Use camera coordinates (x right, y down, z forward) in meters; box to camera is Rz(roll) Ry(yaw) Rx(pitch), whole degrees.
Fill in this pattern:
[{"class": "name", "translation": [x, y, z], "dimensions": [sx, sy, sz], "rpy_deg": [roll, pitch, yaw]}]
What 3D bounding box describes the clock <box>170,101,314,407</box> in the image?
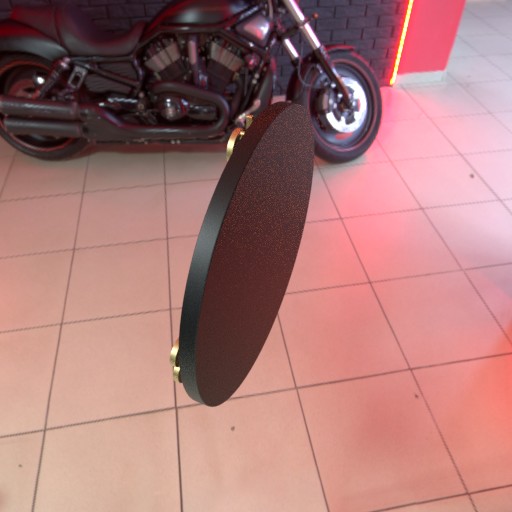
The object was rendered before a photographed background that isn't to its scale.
[{"class": "clock", "translation": [0.000, 0.000, 0.679], "dimensions": [0.038, 0.454, 0.454], "rpy_deg": [17, 48, 16]}]
